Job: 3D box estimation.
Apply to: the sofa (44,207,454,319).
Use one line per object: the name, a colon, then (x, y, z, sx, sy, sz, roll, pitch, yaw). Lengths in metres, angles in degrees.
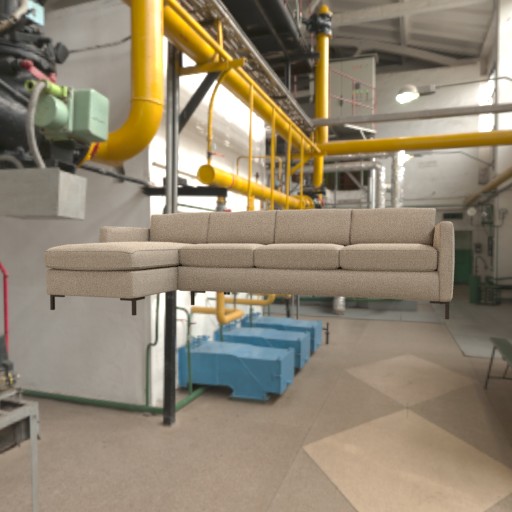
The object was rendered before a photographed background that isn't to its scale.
sofa: (0.000, 0.000, 3.533, 2.923, 0.816, 1.469, 1, 2, 20)
